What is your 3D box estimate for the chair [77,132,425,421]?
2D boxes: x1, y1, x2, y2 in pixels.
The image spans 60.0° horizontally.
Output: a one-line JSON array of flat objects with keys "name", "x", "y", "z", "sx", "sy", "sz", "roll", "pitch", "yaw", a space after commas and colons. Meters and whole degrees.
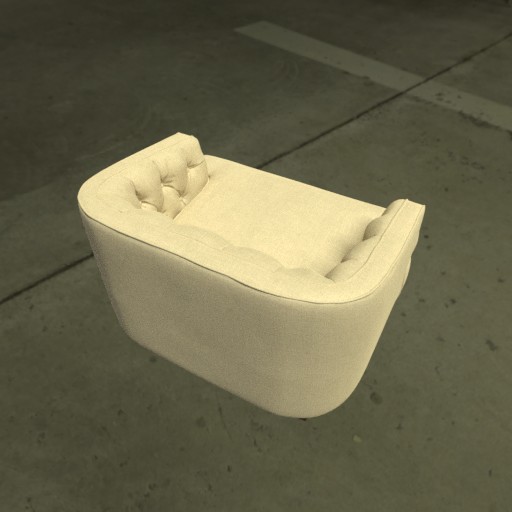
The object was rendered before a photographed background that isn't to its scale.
[{"name": "chair", "x": 0.000, "y": 0.000, "z": 1.792, "sx": 1.118, "sy": 0.787, "sz": 0.914, "roll": 21, "pitch": 48, "yaw": 20}]
